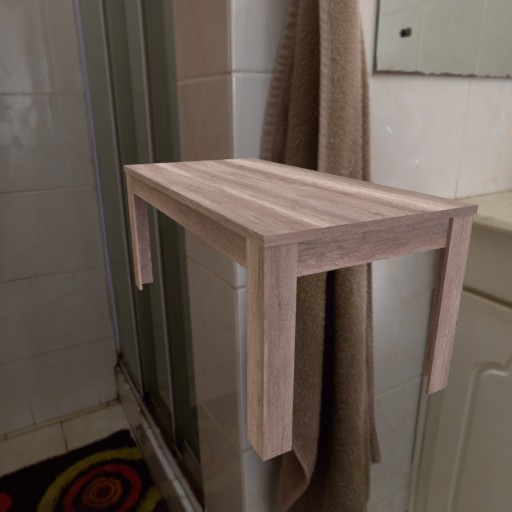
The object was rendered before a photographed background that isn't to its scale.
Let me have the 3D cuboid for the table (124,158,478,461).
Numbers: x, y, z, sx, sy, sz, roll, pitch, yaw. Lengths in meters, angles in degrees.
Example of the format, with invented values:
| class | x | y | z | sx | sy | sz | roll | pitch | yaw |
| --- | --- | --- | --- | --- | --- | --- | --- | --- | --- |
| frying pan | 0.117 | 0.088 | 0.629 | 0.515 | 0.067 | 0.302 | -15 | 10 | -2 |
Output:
| class | x | y | z | sx | sy | sz | roll | pitch | yaw |
| --- | --- | --- | --- | --- | --- | --- | --- | --- | --- |
| table | 0.000 | 0.000 | 2.310 | 0.900 | 0.790 | 1.800 | -10 | 21 | -26 |
